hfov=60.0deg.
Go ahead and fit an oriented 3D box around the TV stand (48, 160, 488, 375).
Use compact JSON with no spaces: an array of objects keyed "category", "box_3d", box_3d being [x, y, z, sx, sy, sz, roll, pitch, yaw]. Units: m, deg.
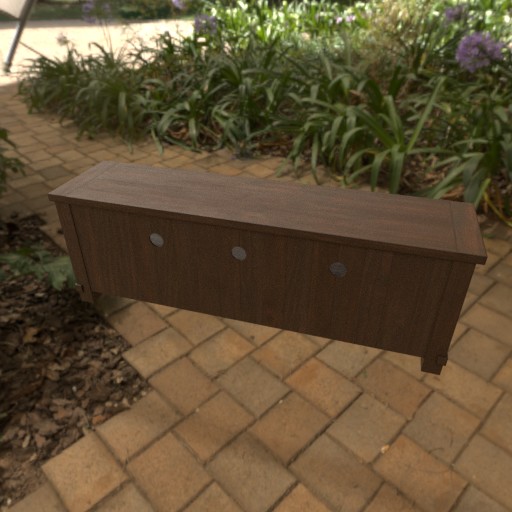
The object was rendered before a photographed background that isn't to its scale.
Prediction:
[{"category":"TV stand","box_3d":[0.000,0.000,2.156,1.866,0.615,0.471,9,33,14]}]
